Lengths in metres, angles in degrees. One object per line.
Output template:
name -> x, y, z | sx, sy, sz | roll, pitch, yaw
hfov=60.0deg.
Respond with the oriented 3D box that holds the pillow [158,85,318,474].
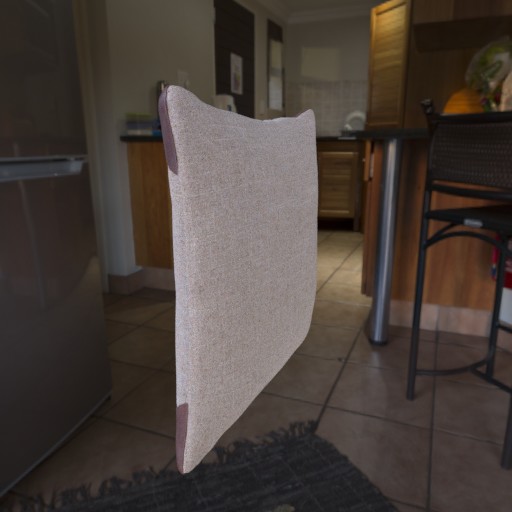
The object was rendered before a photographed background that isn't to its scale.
pillow -> 0.000, 0.000, 0.672 | 0.147, 0.448, 0.437 | 7, 17, 24
